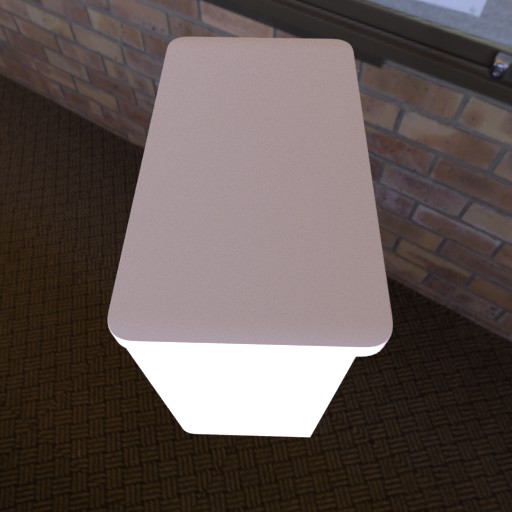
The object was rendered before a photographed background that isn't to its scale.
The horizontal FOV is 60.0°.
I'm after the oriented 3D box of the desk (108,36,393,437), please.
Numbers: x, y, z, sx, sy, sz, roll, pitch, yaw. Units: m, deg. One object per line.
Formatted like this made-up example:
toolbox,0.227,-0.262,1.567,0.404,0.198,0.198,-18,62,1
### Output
desk,0.000,0.000,1.202,0.446,0.760,0.790,1,58,1
